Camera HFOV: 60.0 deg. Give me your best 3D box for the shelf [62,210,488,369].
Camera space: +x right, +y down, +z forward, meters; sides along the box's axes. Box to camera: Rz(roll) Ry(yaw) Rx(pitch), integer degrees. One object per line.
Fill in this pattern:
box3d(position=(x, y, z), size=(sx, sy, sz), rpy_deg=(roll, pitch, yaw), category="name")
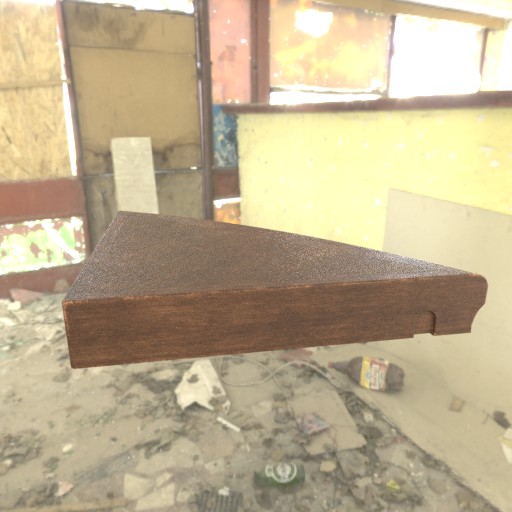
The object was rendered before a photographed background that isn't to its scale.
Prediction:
box3d(position=(0.000, 0.000, 0.464), size=(0.310, 0.050, 0.310), rpy_deg=(-3, 18, -9), category="shelf")
